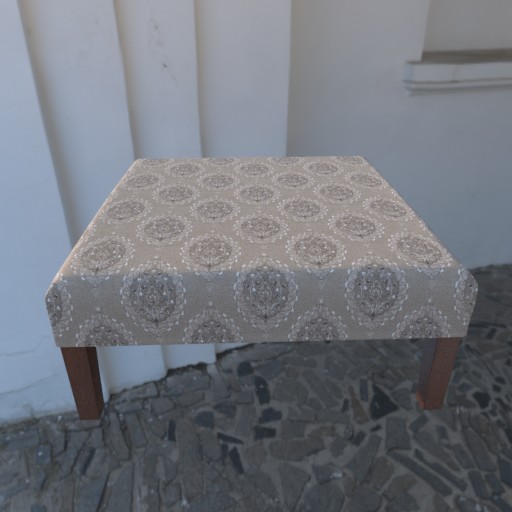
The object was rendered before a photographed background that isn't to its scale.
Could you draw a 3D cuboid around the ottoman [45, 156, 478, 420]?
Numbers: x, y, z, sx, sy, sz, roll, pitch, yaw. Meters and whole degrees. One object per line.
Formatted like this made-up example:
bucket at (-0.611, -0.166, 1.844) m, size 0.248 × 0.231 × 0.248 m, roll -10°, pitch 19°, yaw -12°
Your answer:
ottoman at (0.000, 0.000, 1.351) m, size 0.889 × 0.411 × 0.890 m, roll -1°, pitch 28°, yaw -2°
